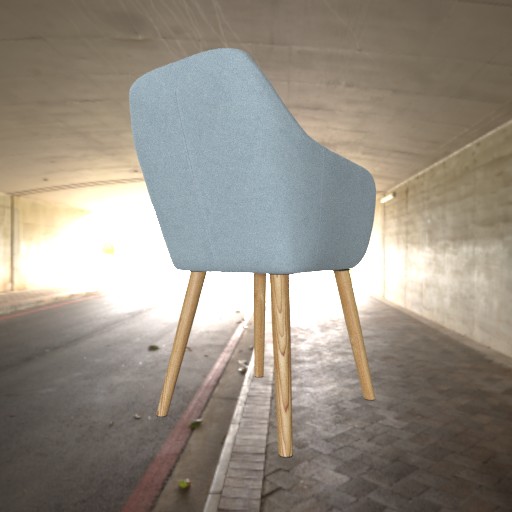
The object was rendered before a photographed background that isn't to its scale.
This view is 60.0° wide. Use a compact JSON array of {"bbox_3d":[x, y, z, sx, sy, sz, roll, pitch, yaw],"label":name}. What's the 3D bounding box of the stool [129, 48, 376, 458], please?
[{"bbox_3d":[0.000,0.000,1.173,0.503,0.830,0.590,0,1,36],"label":"stool"}]
